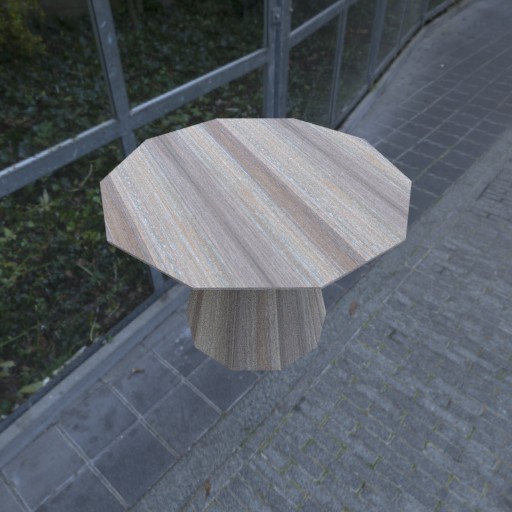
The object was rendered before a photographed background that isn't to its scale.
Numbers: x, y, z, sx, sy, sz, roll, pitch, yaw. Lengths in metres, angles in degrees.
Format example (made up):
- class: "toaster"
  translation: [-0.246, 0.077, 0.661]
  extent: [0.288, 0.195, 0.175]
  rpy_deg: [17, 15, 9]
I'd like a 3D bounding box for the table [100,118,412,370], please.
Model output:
- class: "table"
  translation: [0.000, 0.000, 1.935]
  extent: [1.186, 0.752, 1.186]
  rpy_deg: [0, 41, 0]
